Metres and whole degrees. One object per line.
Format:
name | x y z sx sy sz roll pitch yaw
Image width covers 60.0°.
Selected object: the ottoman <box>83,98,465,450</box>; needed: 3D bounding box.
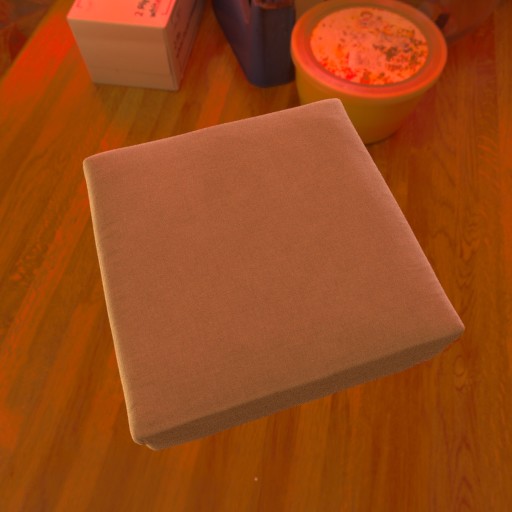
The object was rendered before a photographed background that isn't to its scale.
ottoman | 0.000 0.000 1.798 1.203 0.517 1.171 -16 64 -8
